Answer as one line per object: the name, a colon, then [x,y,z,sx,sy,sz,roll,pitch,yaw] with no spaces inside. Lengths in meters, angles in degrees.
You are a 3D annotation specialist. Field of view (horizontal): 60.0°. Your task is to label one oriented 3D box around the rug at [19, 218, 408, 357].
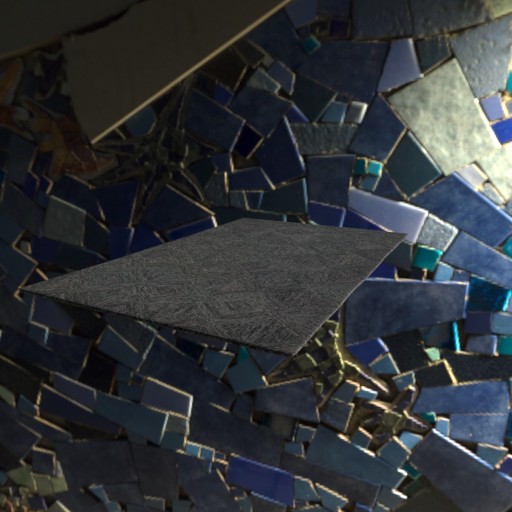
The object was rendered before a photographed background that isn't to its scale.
rug: [0.000,0.000,2.186,1.158,0.013,1.752,8,17,27]
